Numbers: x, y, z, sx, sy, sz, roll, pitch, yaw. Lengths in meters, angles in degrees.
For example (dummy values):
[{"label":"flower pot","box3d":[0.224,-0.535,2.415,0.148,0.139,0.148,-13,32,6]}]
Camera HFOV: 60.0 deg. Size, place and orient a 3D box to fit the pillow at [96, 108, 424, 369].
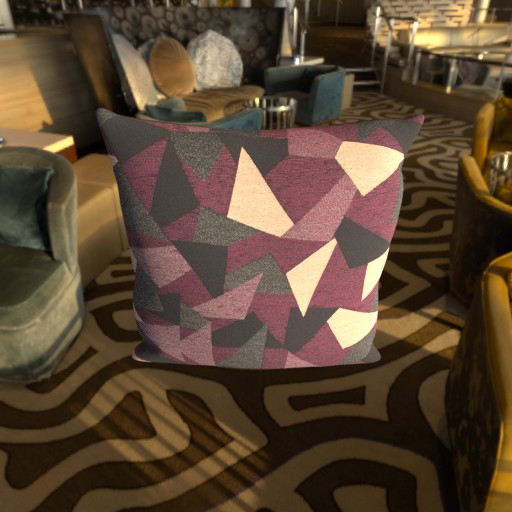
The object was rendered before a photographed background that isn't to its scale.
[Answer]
[{"label":"pillow","box3d":[0.000,0.000,0.773,0.503,0.496,0.208,0,31,0]}]
